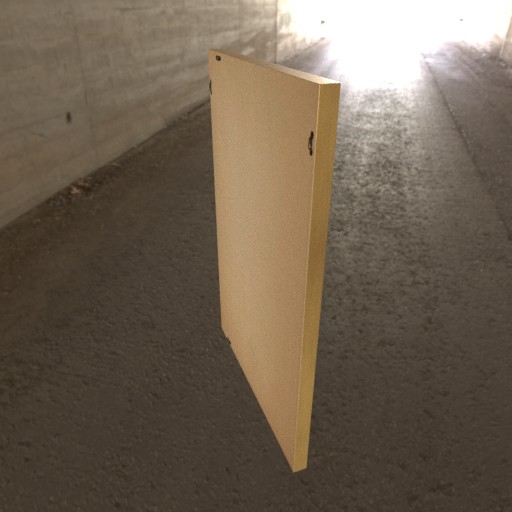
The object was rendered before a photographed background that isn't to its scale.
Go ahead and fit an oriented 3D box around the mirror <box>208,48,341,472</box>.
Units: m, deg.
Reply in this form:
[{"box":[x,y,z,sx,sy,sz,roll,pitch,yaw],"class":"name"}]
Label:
[{"box":[0.000,0.000,1.132,0.041,0.915,0.609,-11,31,-18],"class":"mirror"}]
